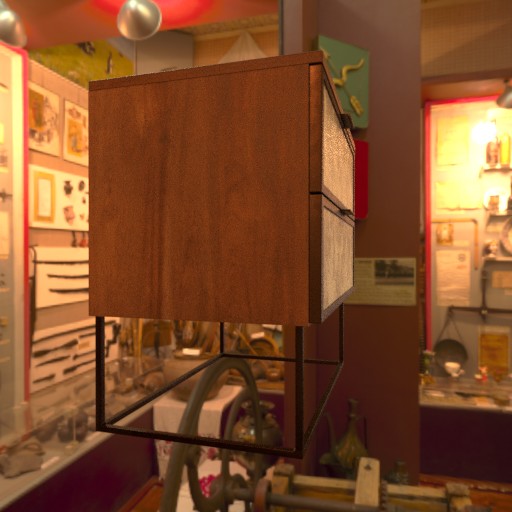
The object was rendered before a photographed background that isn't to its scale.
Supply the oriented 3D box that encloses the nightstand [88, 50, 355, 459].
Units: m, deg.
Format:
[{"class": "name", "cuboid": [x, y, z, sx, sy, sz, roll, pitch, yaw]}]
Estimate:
[{"class": "nightstand", "cuboid": [0.000, 0.000, 1.000, 0.427, 0.611, 0.605, 0, 0, 17]}]
